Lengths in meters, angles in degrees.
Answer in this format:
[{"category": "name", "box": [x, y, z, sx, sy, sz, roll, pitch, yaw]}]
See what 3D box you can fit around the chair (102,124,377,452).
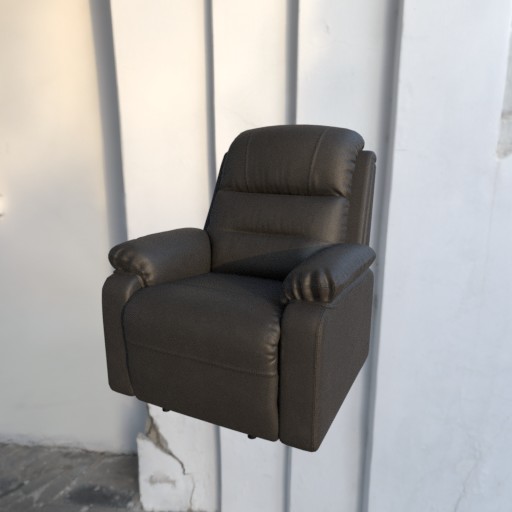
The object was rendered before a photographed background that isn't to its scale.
[{"category": "chair", "box": [0.000, 0.000, 1.693, 0.855, 0.992, 0.919, 7, 16, 25]}]
